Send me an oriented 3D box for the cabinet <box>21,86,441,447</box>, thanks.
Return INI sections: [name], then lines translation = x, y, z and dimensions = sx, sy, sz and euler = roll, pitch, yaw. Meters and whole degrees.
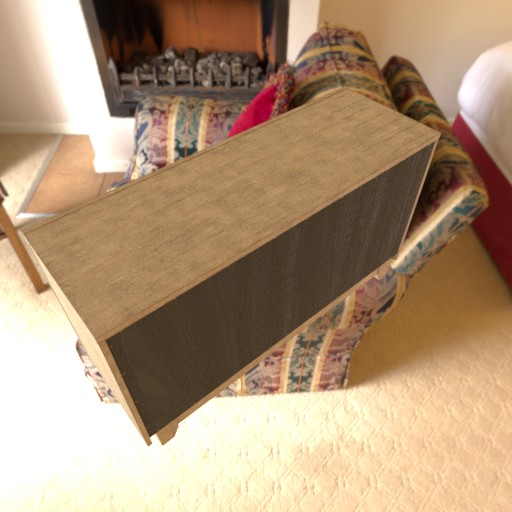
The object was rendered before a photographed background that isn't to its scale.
[cabinet]
translation = 0.000, 0.000, 1.844
dimensions = 1.460, 0.825, 0.511
euler = -31, 54, -26
